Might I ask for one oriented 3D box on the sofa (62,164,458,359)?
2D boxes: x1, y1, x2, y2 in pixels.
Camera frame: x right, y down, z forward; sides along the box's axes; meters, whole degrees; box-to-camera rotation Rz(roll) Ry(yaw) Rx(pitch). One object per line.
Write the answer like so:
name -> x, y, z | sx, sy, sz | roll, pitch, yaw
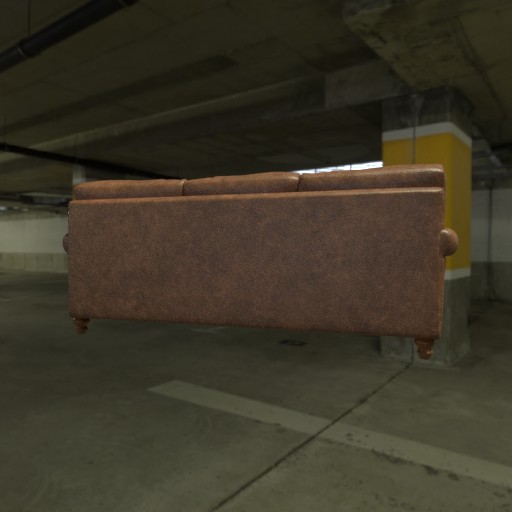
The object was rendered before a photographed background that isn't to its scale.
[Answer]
sofa -> 0.000, 0.000, 2.867 | 2.351, 0.977, 0.973 | 0, 1, 18
